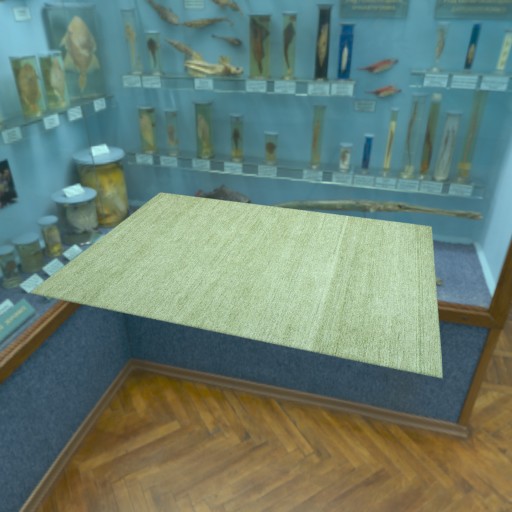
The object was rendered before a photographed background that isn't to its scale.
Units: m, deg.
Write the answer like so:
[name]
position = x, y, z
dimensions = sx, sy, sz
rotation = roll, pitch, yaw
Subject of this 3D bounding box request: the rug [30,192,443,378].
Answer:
[rug]
position = 0.000, 0.000, 2.959
dimensions = 2.270, 0.017, 1.606
rotation = 9, 31, 15
